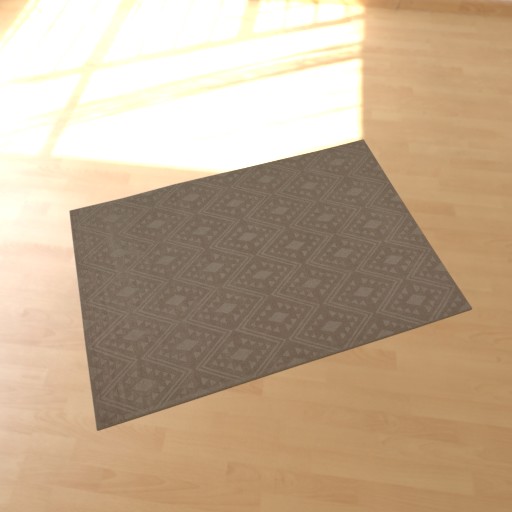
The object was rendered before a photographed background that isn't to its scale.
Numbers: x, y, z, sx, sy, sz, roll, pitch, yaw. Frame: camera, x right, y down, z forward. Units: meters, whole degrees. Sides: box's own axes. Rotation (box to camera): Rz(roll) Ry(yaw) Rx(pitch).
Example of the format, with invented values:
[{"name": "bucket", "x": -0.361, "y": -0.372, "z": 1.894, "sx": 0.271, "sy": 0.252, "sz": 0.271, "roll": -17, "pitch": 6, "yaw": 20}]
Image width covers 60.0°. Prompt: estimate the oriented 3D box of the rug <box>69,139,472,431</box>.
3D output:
[{"name": "rug", "x": 0.000, "y": 0.000, "z": 2.348, "sx": 1.829, "sy": 0.034, "sz": 1.252, "roll": -15, "pitch": 59, "yaw": -9}]
